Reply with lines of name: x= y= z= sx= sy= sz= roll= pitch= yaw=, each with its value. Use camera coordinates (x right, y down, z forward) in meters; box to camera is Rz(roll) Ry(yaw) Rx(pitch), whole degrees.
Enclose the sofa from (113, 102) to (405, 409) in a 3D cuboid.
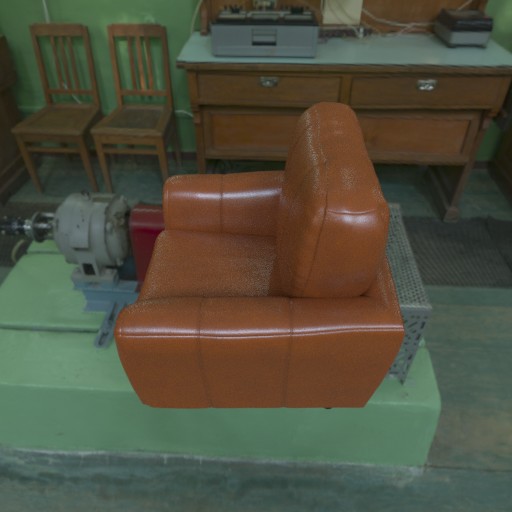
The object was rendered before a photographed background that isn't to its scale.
sofa: x=0.000 y=0.000 z=1.496 sx=0.789 sy=0.876 sz=0.836 roll=1 pitch=41 yaw=1
